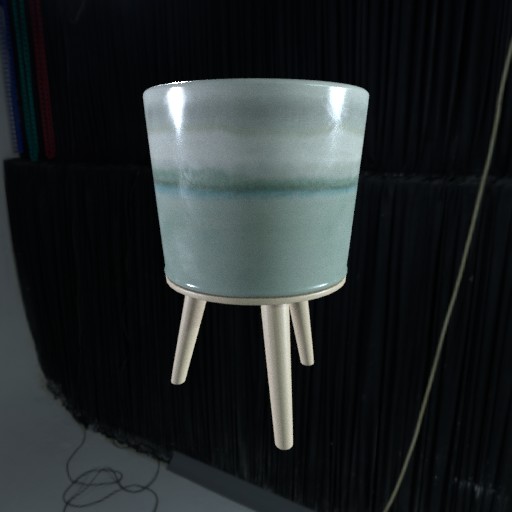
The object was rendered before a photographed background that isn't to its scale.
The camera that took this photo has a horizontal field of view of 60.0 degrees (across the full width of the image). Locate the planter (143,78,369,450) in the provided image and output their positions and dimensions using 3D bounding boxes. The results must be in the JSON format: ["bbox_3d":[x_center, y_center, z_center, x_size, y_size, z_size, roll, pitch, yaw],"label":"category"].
[{"bbox_3d":[0.000,0.000,0.583,0.265,0.404,0.265,7,16,26],"label":"planter"}]
